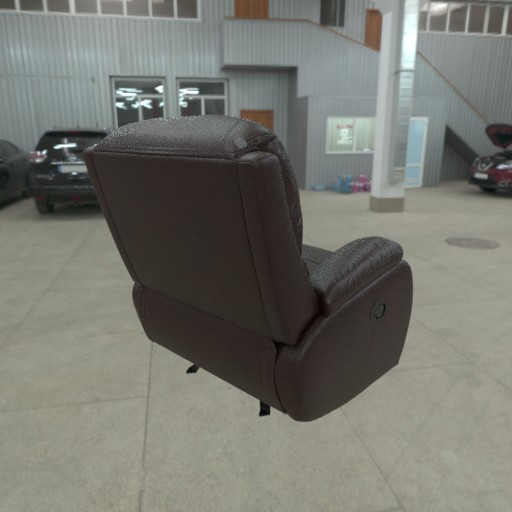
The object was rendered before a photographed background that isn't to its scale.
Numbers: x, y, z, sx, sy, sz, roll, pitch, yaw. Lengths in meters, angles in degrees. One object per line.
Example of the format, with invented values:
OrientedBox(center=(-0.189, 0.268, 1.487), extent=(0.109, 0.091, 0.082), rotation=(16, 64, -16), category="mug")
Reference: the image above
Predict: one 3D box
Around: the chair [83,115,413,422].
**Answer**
OrientedBox(center=(0.000, 0.000, 1.701), extent=(0.930, 1.011, 0.899), rotation=(14, 21, 42), category="chair")
